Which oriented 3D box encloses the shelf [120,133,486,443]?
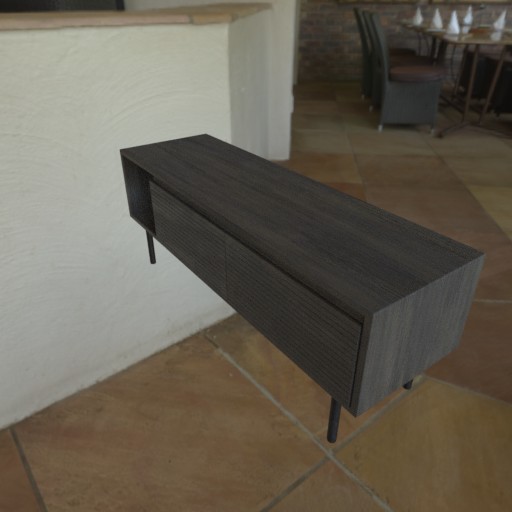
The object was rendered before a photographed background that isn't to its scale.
[{"bbox_3d":[0.000,0.000,1.520,0.400,0.495,1.300,-20,36,-30],"label":"shelf"}]
